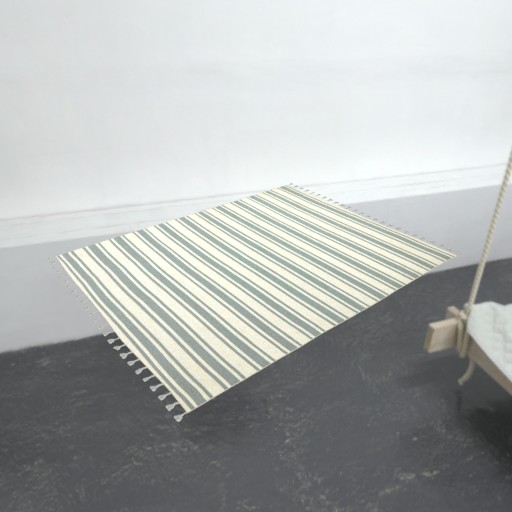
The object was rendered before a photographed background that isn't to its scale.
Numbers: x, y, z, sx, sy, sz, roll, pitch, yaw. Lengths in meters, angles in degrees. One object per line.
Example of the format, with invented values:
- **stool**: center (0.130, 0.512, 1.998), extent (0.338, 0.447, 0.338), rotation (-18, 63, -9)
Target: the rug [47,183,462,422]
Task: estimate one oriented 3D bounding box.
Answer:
- **rug**: center (0.000, 0.000, 4.253), extent (3.201, 0.005, 2.439), rotation (-22, 37, -33)
